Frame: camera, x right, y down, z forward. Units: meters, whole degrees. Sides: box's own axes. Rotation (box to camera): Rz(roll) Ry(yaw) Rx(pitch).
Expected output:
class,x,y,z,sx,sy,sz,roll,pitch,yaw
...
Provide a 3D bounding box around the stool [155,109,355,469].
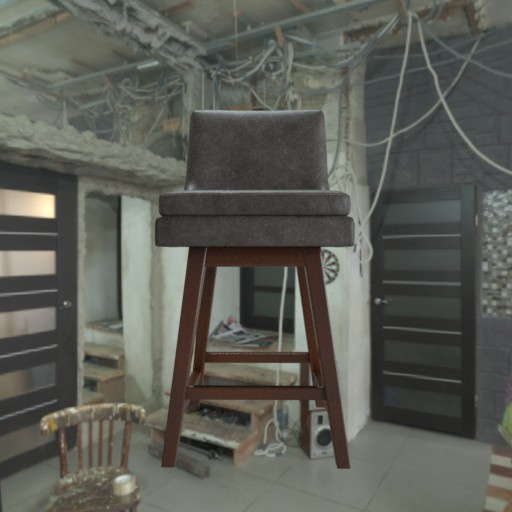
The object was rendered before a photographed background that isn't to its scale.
class,x,y,z,sx,sy,sz,roll,pitch,yaw
stool,0.000,0.000,1.351,0.492,1.046,0.587,0,1,1
